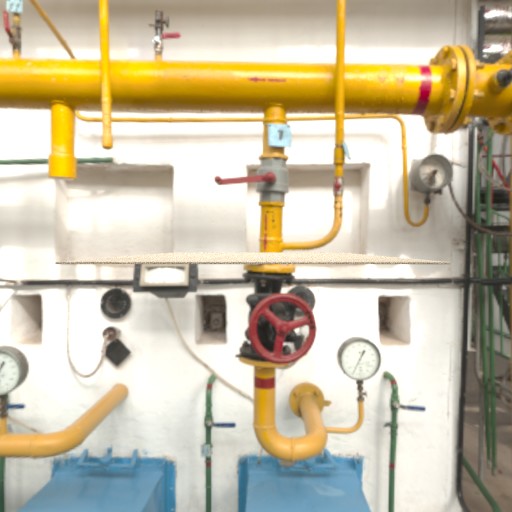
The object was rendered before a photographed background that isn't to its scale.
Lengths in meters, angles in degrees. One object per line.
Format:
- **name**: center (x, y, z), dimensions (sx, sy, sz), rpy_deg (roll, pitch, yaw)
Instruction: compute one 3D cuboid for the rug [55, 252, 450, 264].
- **rug**: center (0.000, 0.000, 2.156), dimensions (1.142, 0.006, 1.752), rpy_deg (0, 1, 1)
